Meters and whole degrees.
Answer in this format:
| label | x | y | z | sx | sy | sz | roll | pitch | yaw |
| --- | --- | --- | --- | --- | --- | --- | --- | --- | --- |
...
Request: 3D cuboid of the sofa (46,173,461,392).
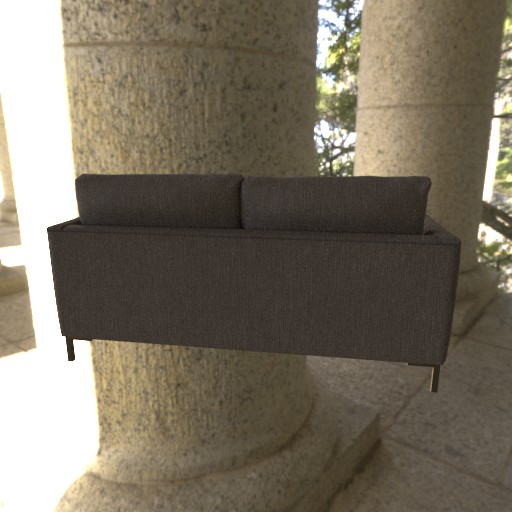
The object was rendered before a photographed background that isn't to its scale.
| label | x | y | z | sx | sy | sz | roll | pitch | yaw |
| --- | --- | --- | --- | --- | --- | --- | --- | --- | --- |
| sofa | 0.000 | 0.000 | 2.189 | 1.682 | 0.840 | 0.875 | 2 | 15 | 9 |
